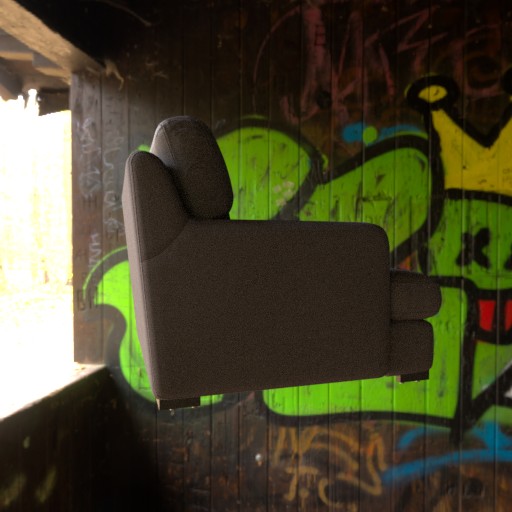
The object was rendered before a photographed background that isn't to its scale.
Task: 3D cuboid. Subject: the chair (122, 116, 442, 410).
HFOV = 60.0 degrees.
[{"bbox_3d":[0.000,0.000,1.999,1.143,0.940,1.168,0,1,-18],"label":"chair"}]
